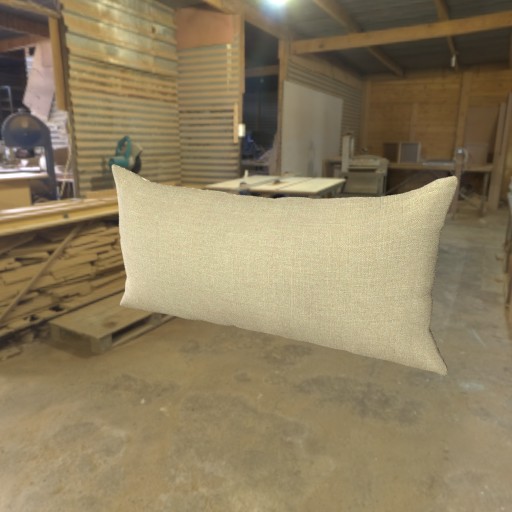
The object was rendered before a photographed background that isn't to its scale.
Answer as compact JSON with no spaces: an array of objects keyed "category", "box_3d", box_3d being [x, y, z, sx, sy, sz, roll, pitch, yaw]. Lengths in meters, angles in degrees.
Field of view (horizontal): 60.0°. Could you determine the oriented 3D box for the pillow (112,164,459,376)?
[{"category":"pillow","box_3d":[0.000,0.000,0.752,0.631,0.290,0.148,7,16,26]}]
